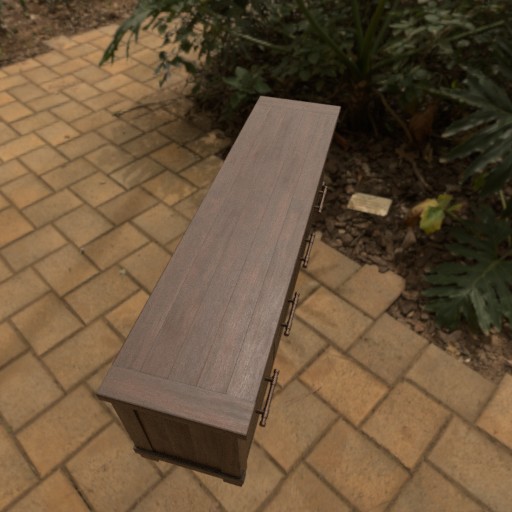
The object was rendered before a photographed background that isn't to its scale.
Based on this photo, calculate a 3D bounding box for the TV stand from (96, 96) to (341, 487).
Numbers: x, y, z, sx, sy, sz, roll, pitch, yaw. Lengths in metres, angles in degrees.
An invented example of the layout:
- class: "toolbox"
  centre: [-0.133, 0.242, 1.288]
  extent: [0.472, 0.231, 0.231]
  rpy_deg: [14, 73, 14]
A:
- class: "TV stand"
  centre: [0.000, 0.000, 2.091]
  extent: [0.471, 0.615, 1.866]
  rpy_deg: [11, 48, 10]
